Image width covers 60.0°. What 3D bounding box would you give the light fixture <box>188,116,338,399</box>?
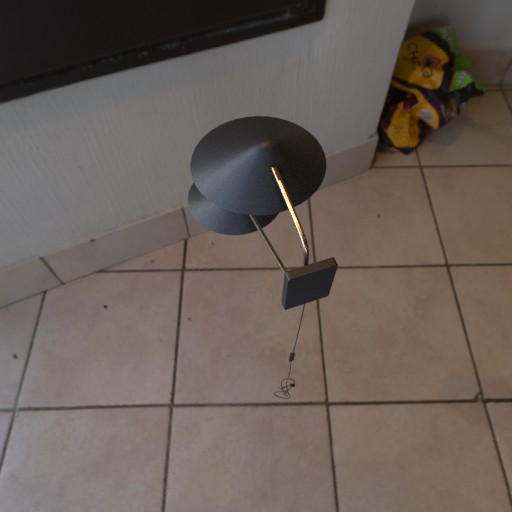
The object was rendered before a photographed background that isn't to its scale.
[{"bbox_3d":[0.000,0.000,0.845,0.189,0.665,0.422,-17,60,-10],"label":"light fixture"}]
